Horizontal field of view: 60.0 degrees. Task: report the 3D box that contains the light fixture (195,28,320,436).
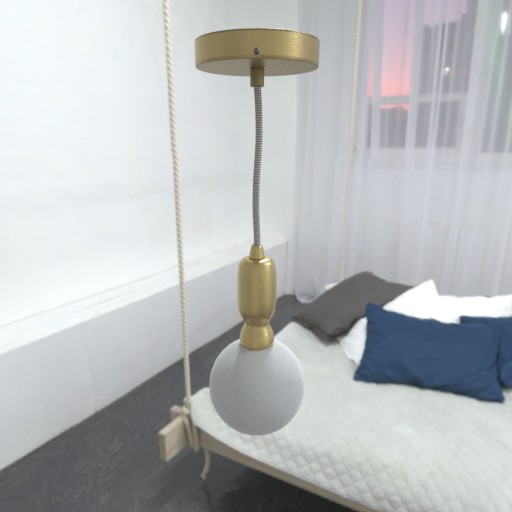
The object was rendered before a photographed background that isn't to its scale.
[{"bbox_3d":[0.000,0.000,0.578,0.146,0.510,0.147,3,15,10],"label":"light fixture"}]
